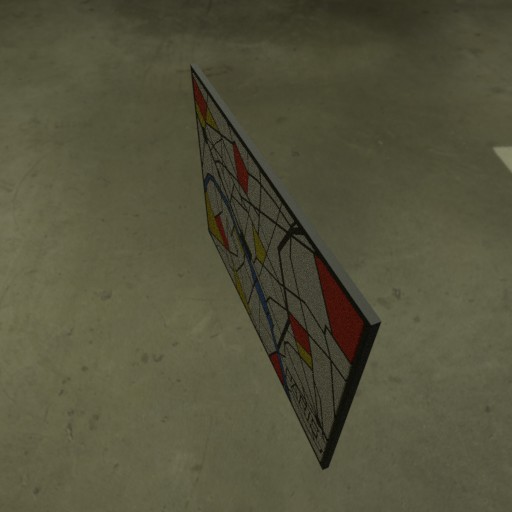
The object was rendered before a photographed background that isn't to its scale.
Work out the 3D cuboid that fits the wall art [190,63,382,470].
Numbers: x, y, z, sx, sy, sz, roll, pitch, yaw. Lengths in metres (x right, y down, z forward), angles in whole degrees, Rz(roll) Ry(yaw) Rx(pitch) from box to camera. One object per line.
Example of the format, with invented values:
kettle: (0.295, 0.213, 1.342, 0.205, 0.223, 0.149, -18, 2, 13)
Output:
wall art: (0.000, 0.000, 0.836, 0.013, 0.458, 0.664, -17, 49, -15)
